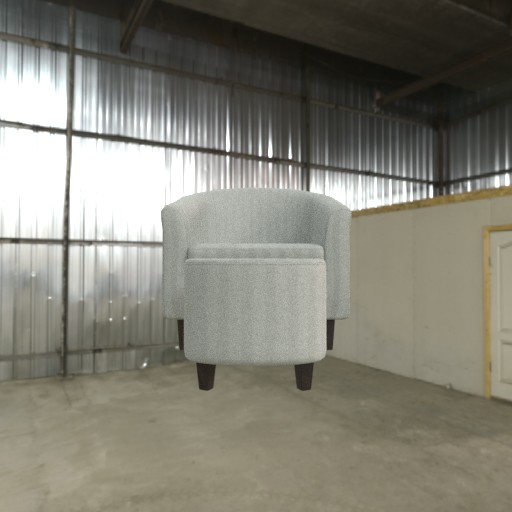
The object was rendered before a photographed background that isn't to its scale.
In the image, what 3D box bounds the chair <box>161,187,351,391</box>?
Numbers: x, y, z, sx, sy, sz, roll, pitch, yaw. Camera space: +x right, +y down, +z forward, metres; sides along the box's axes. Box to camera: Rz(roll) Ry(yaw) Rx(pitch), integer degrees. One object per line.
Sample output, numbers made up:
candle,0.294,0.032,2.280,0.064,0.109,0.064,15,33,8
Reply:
chair,0.000,0.000,1.783,0.756,0.757,1.288,0,-1,0
